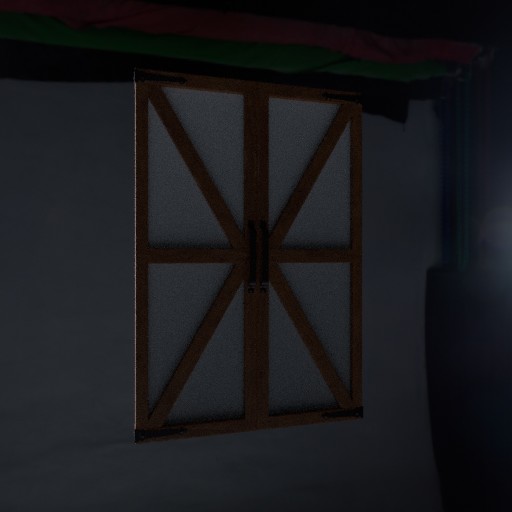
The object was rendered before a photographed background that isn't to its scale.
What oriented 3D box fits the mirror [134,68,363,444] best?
[{"bbox_3d":[0.000,0.000,0.973,0.517,0.761,0.053,0,0,-16],"label":"mirror"}]
